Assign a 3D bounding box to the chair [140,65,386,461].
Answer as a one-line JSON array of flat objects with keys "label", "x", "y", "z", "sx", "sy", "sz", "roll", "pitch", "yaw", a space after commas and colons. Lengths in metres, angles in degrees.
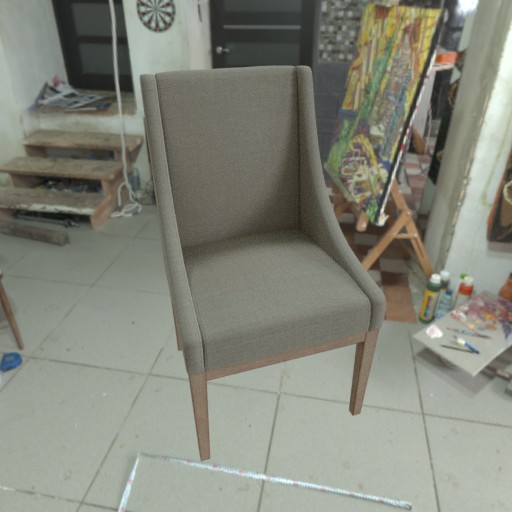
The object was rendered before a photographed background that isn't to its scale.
[{"label": "chair", "x": 0.000, "y": 0.000, "z": 1.389, "sx": 0.575, "sy": 1.021, "sz": 0.611, "roll": -10, "pitch": 33, "yaw": -16}]
